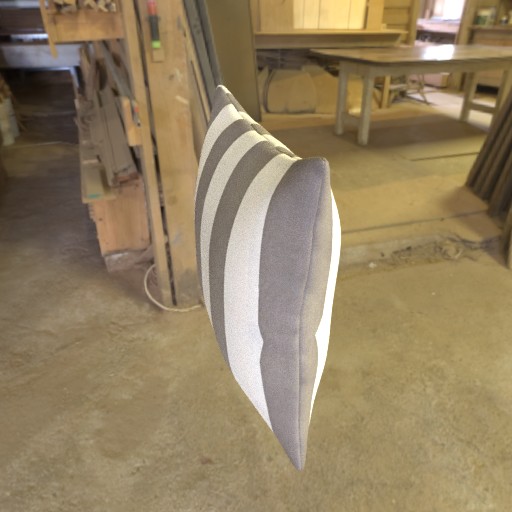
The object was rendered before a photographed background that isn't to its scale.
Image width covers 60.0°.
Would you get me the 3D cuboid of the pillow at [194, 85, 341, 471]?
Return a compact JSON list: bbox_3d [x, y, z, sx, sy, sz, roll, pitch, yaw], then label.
[{"bbox_3d":[0.000,0.000,0.790,0.192,0.507,0.522,-8,31,-14],"label":"pillow"}]
